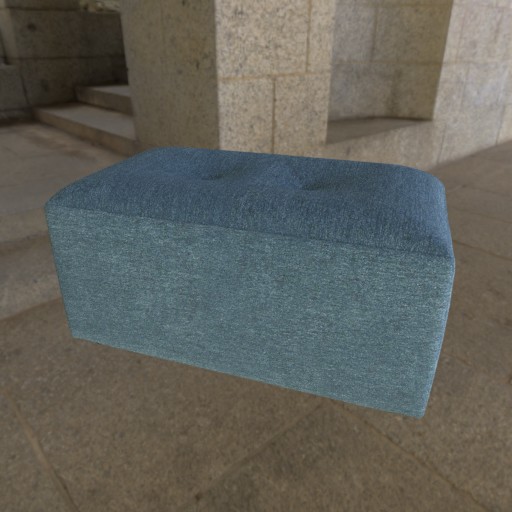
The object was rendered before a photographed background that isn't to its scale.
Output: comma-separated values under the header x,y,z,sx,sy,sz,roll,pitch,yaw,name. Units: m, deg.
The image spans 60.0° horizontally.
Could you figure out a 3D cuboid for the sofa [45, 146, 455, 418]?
x,y,z,sx,sy,sz,roll,pitch,yaw,name
0.000,0.000,1.189,0.930,0.470,0.480,9,28,16,sofa
